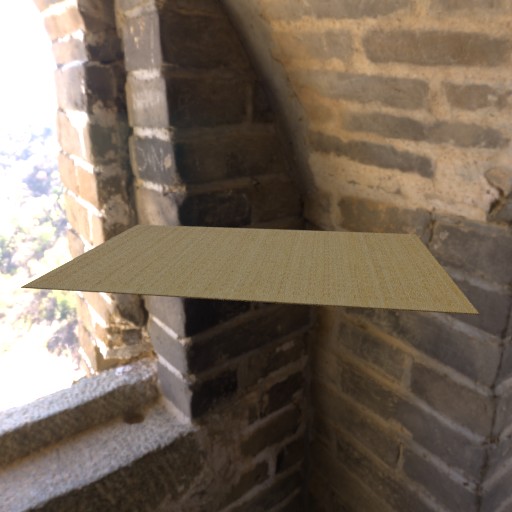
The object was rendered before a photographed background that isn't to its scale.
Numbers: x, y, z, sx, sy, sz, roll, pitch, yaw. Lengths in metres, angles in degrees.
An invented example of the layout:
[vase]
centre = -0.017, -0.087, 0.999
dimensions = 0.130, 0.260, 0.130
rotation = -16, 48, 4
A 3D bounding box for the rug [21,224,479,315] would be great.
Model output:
[rug]
centre = 0.000, 0.000, 2.900
dimensions = 2.286, 0.006, 1.524
rotation = 3, 17, 8
